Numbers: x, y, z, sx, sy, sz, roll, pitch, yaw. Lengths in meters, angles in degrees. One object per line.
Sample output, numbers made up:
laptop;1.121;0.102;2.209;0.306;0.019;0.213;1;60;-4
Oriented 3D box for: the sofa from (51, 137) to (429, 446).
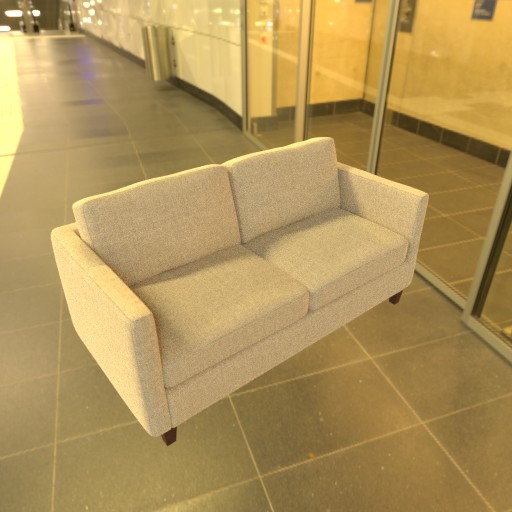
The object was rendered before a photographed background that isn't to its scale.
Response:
sofa;0.000;0.000;2.493;1.884;0.963;0.950;-22;37;-33
